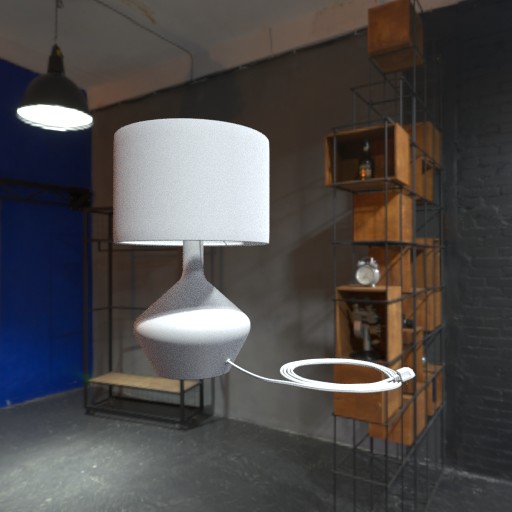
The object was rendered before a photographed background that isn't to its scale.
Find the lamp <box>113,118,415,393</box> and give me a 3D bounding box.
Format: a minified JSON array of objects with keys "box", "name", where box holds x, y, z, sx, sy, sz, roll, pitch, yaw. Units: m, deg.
[{"box":[0.000,0.000,0.859,0.546,0.457,0.401,0,-1,35],"name":"lamp"}]
